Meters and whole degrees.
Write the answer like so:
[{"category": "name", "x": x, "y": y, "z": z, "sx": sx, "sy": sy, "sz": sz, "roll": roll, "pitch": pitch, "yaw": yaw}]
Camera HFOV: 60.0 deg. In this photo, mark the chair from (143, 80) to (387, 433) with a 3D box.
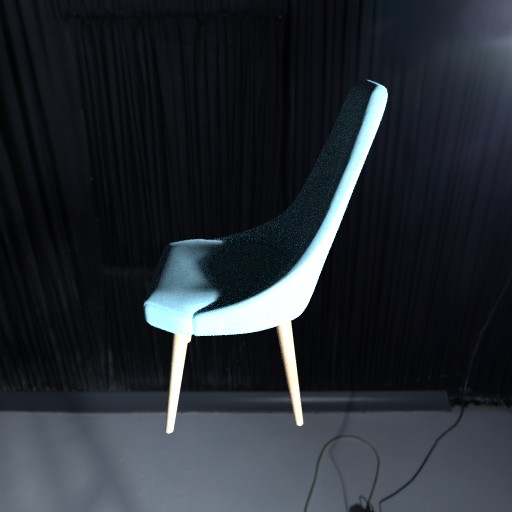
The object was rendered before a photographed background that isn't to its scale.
[{"category": "chair", "x": 0.000, "y": 0.000, "z": 1.418, "sx": 0.660, "sy": 1.040, "sz": 0.510, "roll": 0, "pitch": 27, "yaw": -1}]
